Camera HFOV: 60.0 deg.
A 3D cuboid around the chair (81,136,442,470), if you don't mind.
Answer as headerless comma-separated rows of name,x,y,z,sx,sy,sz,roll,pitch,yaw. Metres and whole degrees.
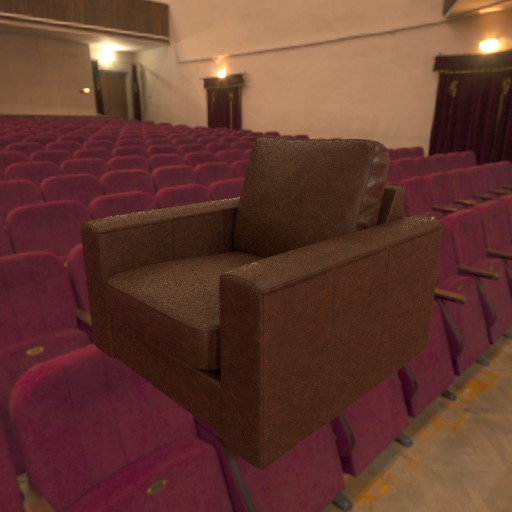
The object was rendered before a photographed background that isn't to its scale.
chair,0.000,0.000,1.715,1.016,0.873,1.005,-16,23,-42
